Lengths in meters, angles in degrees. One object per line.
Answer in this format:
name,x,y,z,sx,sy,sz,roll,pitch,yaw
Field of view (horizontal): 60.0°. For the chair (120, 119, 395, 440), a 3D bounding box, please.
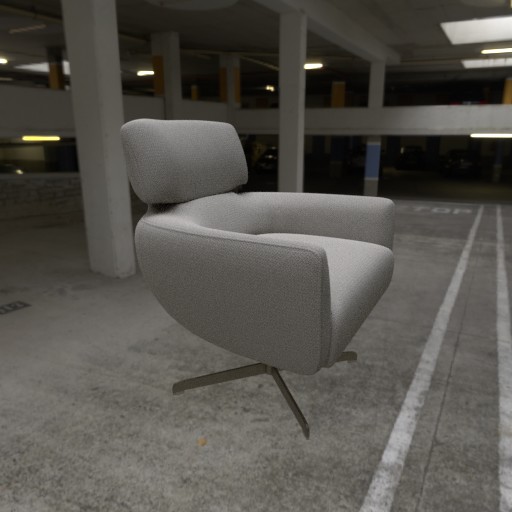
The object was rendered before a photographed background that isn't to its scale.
chair,0.000,0.000,1.367,0.730,0.810,0.760,8,18,27
